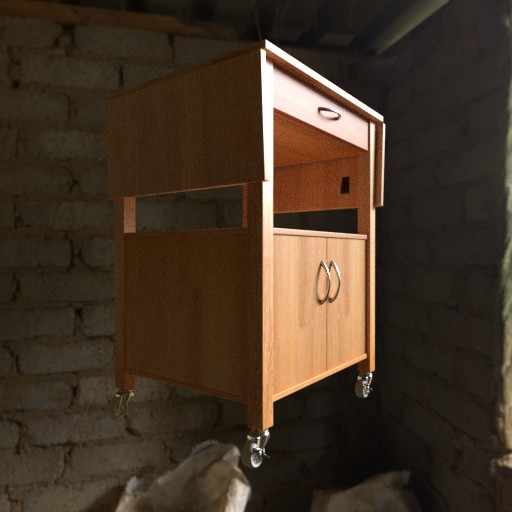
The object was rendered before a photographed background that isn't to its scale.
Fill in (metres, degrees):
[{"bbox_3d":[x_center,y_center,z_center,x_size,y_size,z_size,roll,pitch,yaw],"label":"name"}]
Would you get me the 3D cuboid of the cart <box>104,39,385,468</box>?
[{"bbox_3d":[0.000,0.000,1.247,0.508,0.838,0.640,0,1,37],"label":"cart"}]
